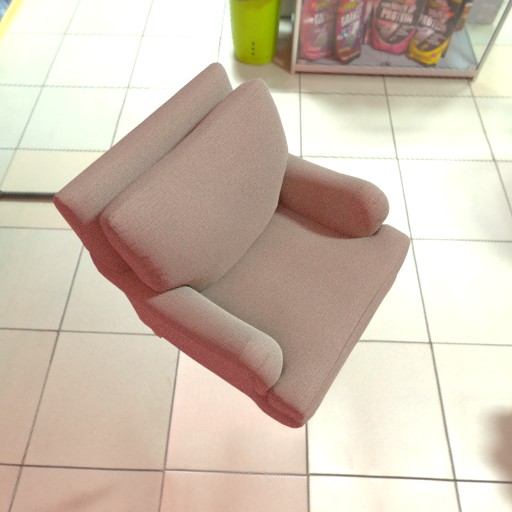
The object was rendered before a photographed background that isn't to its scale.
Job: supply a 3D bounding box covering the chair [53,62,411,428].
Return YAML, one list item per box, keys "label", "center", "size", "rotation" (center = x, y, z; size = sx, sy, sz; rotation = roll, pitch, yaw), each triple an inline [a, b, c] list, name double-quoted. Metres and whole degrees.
- label: "chair"
  center: [0.000, 0.000, 1.880]
  size: [1.070, 1.038, 0.955]
  rotation: [31, 64, 17]
